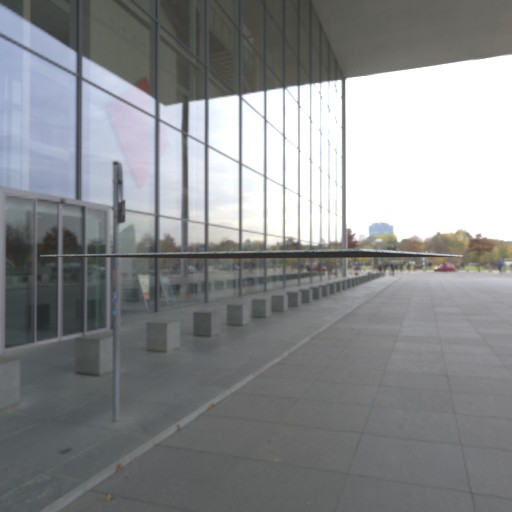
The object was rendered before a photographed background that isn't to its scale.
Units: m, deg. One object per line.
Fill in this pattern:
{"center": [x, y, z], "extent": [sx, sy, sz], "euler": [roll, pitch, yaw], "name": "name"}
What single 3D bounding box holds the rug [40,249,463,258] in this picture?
{"center": [0.000, 0.000, 4.084], "extent": [3.056, 0.013, 2.441], "euler": [-1, -1, 36], "name": "rug"}
